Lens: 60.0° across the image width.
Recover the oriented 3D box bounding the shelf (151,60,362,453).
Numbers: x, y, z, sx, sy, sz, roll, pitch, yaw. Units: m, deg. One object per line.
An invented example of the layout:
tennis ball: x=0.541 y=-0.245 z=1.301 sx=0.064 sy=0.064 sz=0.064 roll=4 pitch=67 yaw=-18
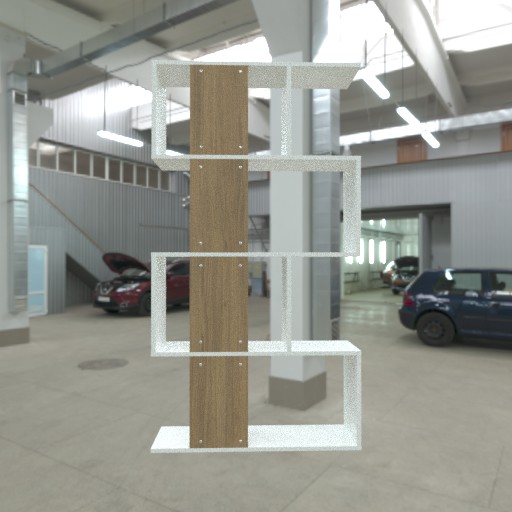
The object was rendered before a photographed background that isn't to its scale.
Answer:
shelf: x=0.000 y=0.000 z=1.998 sx=0.890 sy=1.650 sz=0.250 roll=0 pitch=-1 yaw=-2
